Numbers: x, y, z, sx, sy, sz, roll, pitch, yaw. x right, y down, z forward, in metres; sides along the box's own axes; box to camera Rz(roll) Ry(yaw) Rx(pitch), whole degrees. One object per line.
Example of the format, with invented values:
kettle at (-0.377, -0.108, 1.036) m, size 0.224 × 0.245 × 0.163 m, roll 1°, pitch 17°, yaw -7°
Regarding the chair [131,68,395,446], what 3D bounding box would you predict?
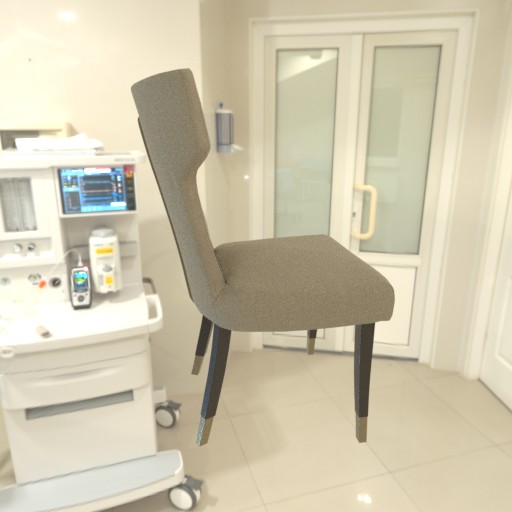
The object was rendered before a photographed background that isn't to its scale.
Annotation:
chair at (0.000, 0.000, 1.287) m, size 0.630 × 0.955 × 0.526 m, roll -3°, pitch 17°, yaw -10°
